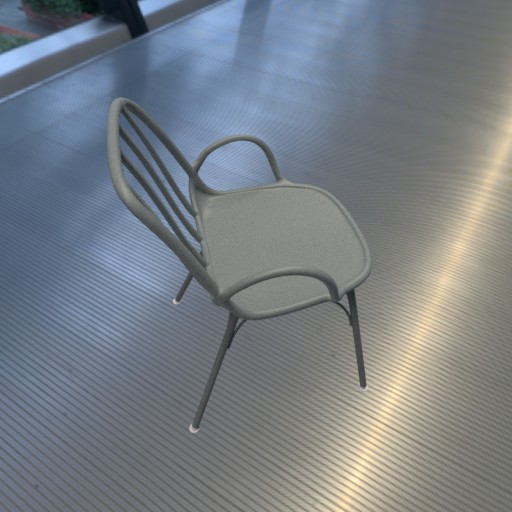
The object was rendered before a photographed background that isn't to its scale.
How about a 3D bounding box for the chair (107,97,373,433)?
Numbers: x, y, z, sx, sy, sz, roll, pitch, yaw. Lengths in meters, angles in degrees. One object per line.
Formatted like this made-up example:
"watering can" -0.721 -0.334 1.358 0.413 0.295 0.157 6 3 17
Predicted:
"chair" 0.000 0.000 1.189 0.597 0.816 0.549 -9 45 -9
